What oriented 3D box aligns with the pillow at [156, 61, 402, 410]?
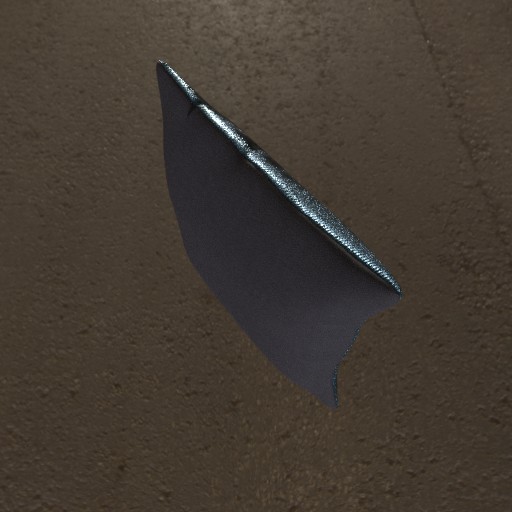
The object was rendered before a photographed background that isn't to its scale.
[{"bbox_3d":[0.000,0.000,0.658,0.138,0.430,0.436,-33,63,-19],"label":"pillow"}]
